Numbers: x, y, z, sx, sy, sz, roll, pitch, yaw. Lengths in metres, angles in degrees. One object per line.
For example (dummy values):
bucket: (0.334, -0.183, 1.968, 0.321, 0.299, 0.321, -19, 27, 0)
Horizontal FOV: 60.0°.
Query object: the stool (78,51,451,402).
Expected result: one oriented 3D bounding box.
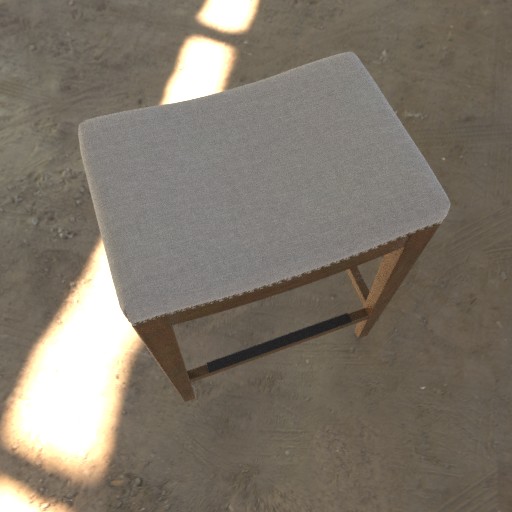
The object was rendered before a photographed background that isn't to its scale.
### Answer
stool: (0.000, 0.000, 0.932, 0.508, 0.660, 0.356, -18, 66, -8)
